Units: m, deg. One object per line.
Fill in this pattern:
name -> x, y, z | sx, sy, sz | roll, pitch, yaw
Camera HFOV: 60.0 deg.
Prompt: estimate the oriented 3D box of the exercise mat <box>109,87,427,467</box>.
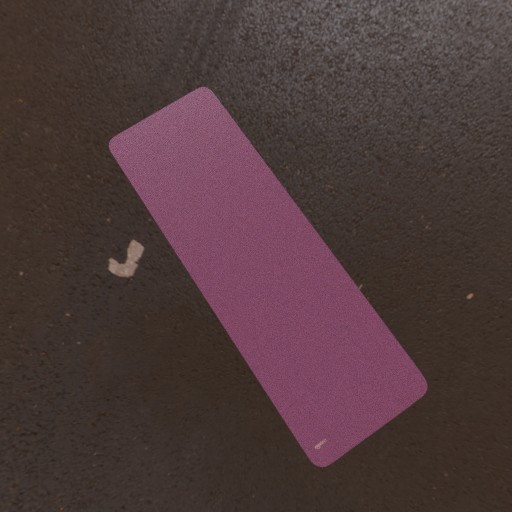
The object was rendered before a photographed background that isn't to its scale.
exercise mat -> 0.000, 0.000, 2.106 | 0.616, 0.021, 1.869 | -33, 77, -8
